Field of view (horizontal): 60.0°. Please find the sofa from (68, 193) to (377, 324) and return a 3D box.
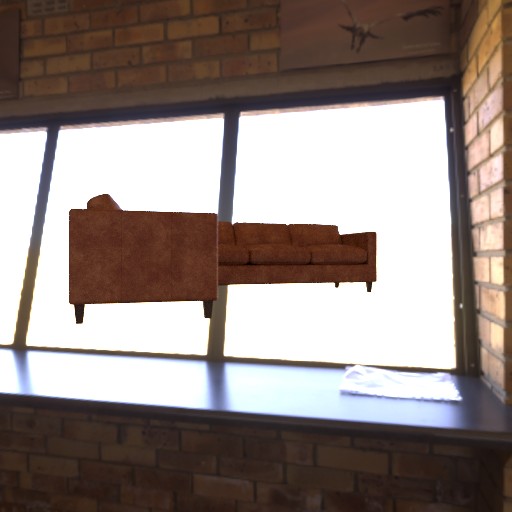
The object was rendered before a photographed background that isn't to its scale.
[{"bbox_3d":[0.000,0.000,4.289,3.150,0.838,2.438,0,0,-18],"label":"sofa"}]
